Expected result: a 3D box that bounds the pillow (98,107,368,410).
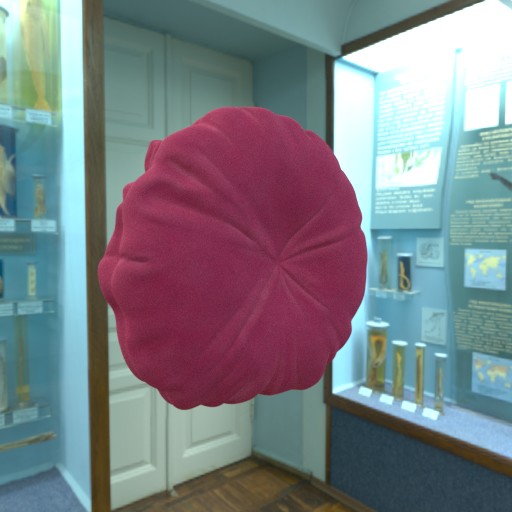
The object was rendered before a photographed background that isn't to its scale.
[{"bbox_3d":[0.000,0.000,0.634,0.428,0.407,0.148,-2,3,-37],"label":"pillow"}]
